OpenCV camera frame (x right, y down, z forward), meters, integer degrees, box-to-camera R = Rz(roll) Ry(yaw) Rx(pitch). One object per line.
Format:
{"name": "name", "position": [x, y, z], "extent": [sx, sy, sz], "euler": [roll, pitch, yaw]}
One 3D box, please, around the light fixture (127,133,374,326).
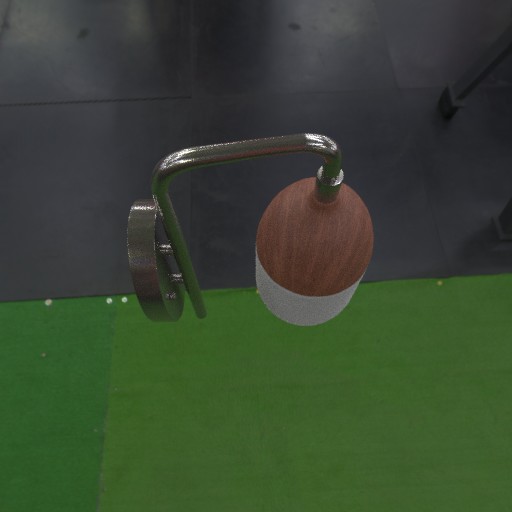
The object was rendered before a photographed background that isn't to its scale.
{"name": "light fixture", "position": [0.000, 0.000, 0.438], "extent": [0.216, 0.343, 0.108], "euler": [-1, 64, 0]}
